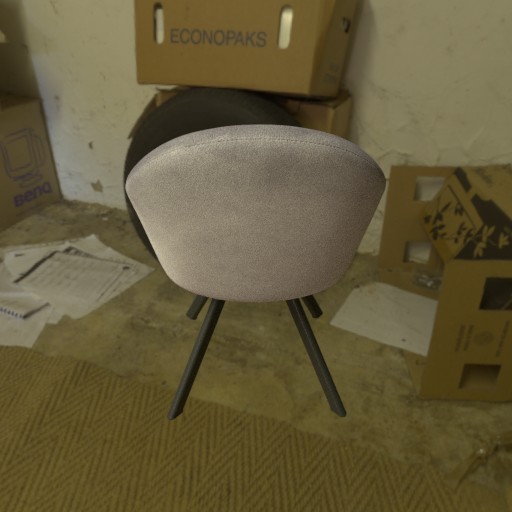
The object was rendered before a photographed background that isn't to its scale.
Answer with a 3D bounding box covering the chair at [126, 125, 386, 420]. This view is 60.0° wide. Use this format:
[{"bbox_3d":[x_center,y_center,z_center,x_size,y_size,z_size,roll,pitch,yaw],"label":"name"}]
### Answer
[{"bbox_3d":[0.000,0.000,1.125,0.570,0.780,0.540,-1,31,-1],"label":"chair"}]
